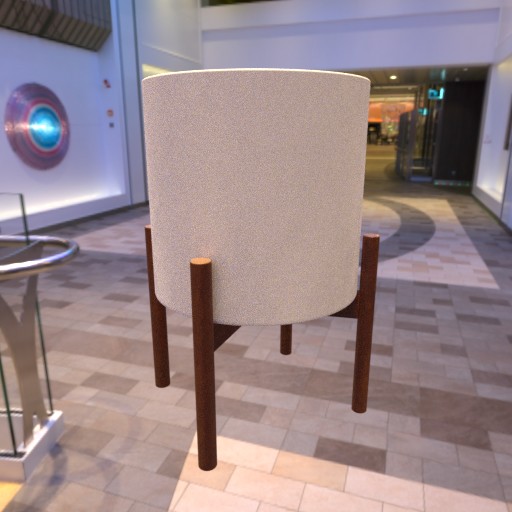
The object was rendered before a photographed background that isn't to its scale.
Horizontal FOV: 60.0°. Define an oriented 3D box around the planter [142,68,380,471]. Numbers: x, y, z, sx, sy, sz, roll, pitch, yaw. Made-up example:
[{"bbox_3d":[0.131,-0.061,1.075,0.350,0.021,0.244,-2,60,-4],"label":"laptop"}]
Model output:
[{"bbox_3d":[0.000,0.000,0.921,0.417,0.670,0.417,-8,18,-27],"label":"planter"}]
